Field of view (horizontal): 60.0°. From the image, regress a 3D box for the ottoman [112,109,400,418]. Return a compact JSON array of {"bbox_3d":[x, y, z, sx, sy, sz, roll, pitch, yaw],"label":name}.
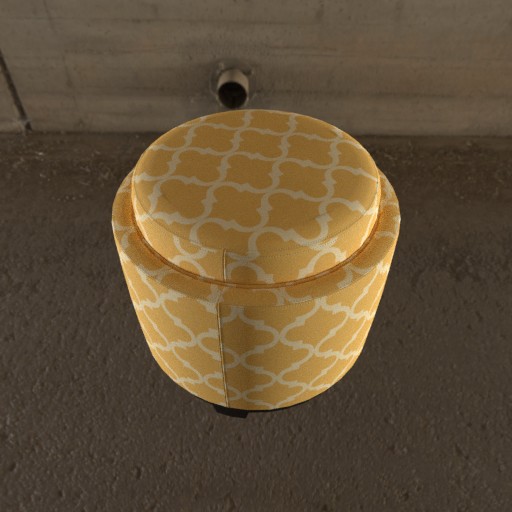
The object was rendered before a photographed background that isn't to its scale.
[{"bbox_3d":[0.000,0.000,0.843,0.480,0.429,0.480,0,46,0],"label":"ottoman"}]
